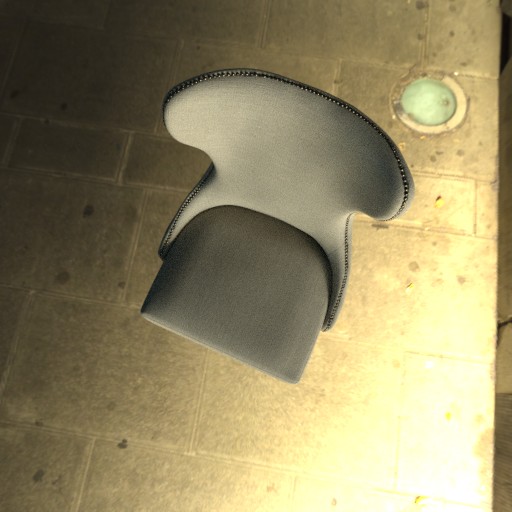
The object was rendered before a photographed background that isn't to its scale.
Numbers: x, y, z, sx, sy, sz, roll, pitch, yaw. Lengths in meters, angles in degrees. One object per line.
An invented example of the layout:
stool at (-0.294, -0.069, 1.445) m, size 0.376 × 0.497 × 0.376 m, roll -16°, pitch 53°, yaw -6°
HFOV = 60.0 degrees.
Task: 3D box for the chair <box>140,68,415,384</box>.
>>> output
chair at (0.000, 0.000, 1.390) m, size 0.628 × 0.967 × 0.635 m, roll 23°, pitch 77°, yaw 5°
